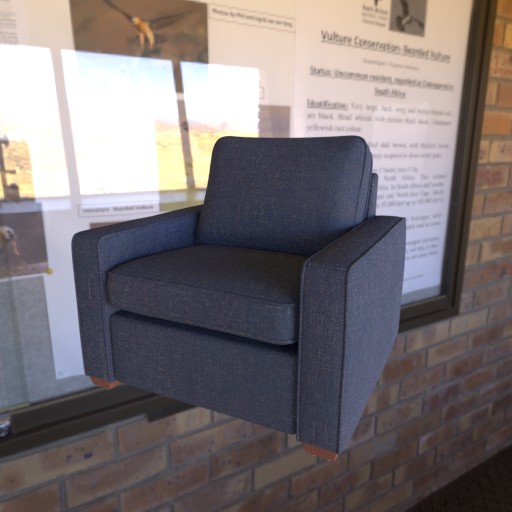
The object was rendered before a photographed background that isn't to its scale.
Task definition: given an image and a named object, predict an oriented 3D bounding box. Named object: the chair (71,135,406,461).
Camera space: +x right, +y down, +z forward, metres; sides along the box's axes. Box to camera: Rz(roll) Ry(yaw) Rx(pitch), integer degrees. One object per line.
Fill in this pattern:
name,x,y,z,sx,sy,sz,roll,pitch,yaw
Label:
chair,0.000,0.000,1.734,1.017,0.919,0.940,7,16,26
